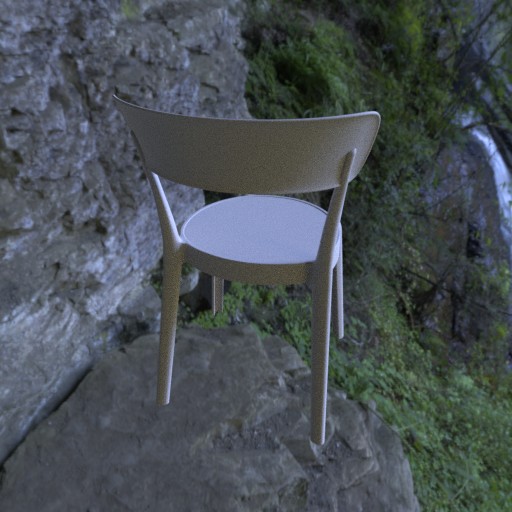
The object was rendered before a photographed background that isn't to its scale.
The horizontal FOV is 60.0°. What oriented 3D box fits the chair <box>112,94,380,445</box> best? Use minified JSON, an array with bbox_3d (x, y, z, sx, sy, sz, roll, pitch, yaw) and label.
[{"bbox_3d":[0.000,0.000,1.095,0.506,0.790,0.491,9,32,14],"label":"chair"}]
